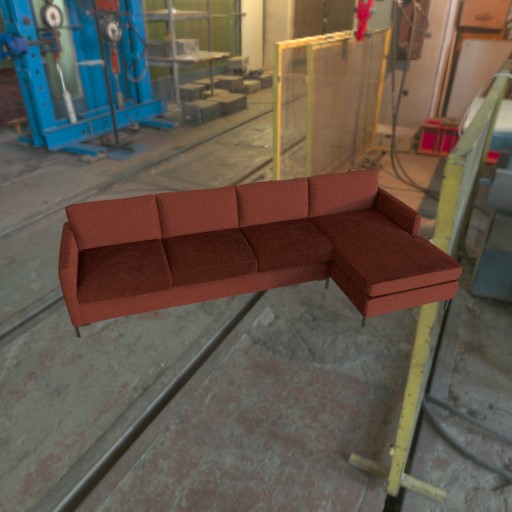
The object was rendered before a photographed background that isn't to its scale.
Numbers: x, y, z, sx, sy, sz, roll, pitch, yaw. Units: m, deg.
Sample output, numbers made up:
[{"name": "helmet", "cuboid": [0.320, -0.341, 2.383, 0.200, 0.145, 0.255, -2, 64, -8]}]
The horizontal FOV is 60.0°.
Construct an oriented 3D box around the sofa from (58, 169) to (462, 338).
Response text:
[{"name": "sofa", "cuboid": [0.000, 0.000, 3.545, 2.932, 0.810, 1.350, -9, 32, -15]}]
